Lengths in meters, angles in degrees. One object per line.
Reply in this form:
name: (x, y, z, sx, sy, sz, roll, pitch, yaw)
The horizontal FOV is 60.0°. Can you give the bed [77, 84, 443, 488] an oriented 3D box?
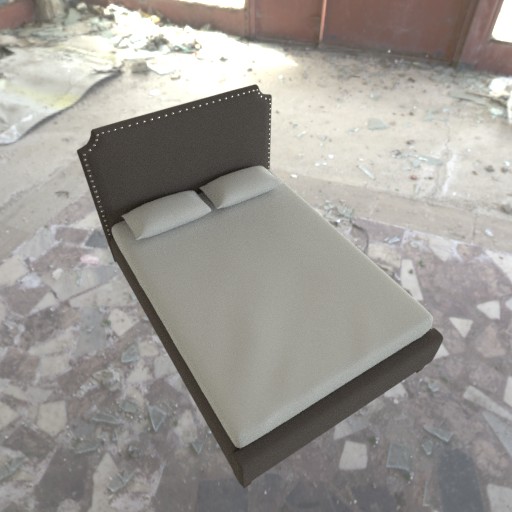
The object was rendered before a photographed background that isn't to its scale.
bed: (0.000, 0.000, 3.342, 1.713, 1.443, 2.372, -24, 50, -22)
